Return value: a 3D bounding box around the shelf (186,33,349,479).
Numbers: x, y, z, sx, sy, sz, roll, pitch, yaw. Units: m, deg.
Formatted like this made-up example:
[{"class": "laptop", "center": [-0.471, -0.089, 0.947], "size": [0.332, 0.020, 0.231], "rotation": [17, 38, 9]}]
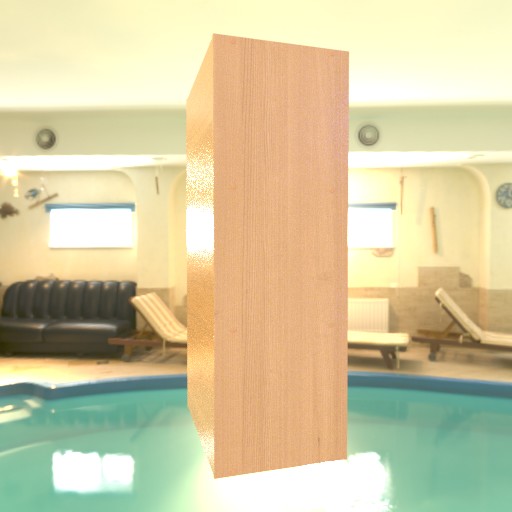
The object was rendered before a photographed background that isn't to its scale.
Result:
[{"class": "shelf", "center": [0.000, 0.000, 1.110], "size": [0.292, 0.876, 0.417], "rotation": [0, 2, -16]}]
